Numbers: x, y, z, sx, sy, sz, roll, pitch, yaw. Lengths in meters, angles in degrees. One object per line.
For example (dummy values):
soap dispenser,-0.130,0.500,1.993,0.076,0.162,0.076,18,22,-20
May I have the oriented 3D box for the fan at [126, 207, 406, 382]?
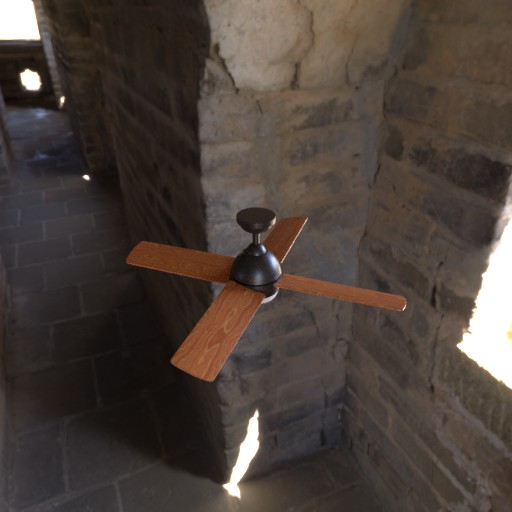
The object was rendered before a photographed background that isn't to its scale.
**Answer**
fan,0.000,0.000,1.999,1.332,0.403,1.332,10,31,17
